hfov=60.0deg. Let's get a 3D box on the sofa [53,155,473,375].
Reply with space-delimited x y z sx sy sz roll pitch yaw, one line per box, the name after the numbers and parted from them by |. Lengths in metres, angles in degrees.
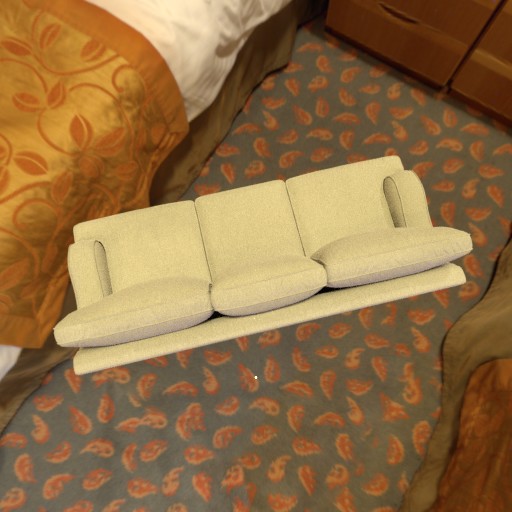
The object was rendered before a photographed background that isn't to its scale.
0.000 0.000 2.890 2.323 0.991 1.016 -13 75 -3 | sofa
